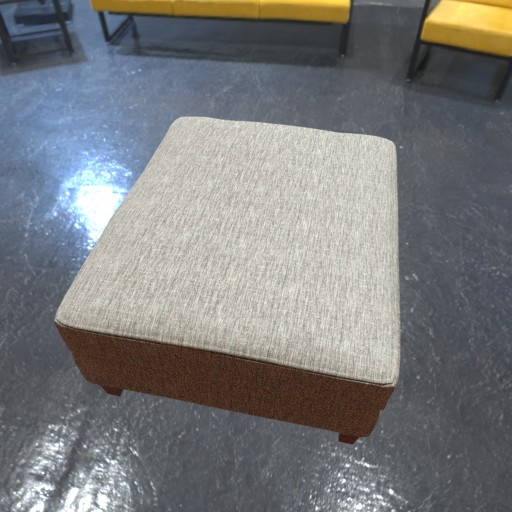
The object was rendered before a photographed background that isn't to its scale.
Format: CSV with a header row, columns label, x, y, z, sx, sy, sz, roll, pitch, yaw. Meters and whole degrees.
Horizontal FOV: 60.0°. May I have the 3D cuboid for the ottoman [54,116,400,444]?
label,x,y,z,sx,sy,sz,roll,pitch,yaw
ottoman,0.000,0.000,1.465,0.839,0.492,0.994,9,48,8
